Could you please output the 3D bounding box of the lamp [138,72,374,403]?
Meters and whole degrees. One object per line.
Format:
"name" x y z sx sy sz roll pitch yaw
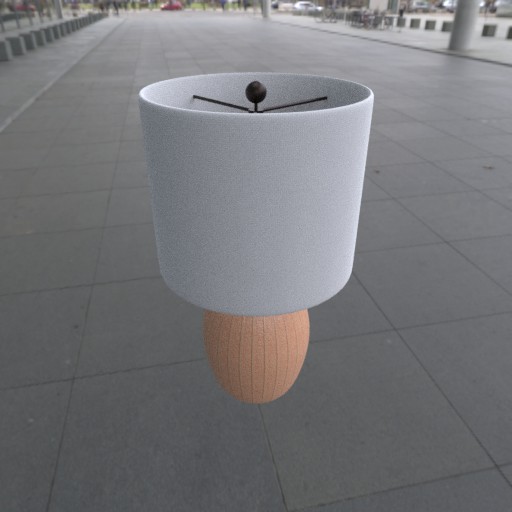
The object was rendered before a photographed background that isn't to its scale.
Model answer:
"lamp" 0.000 0.000 0.767 0.329 0.570 0.329 0 30 0
